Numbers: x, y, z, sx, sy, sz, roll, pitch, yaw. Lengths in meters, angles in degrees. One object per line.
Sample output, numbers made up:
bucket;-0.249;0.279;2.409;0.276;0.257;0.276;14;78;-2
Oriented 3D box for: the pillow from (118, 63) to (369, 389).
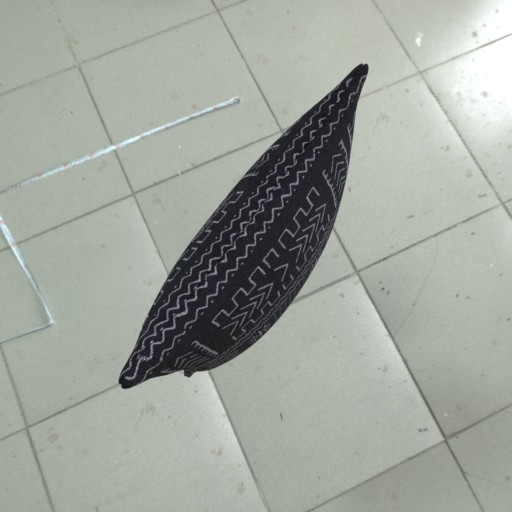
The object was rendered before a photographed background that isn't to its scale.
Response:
pillow;0.000;0.000;0.657;0.164;0.430;0.438;35;79;8
